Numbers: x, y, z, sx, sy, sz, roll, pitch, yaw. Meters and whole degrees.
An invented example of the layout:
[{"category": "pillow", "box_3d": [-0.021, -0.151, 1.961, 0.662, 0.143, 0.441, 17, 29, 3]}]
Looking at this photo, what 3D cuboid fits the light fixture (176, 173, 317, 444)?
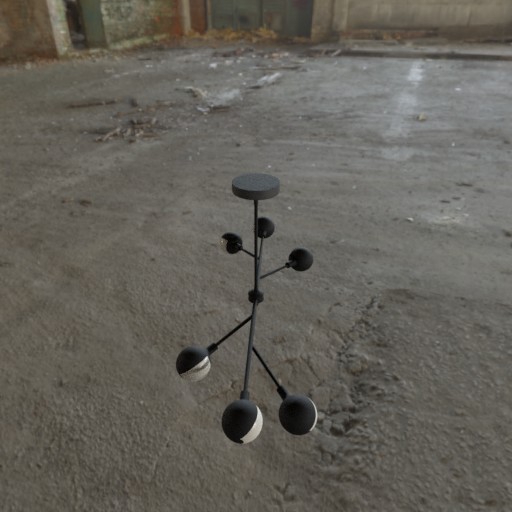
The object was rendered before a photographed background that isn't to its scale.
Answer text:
[{"category": "light fixture", "box_3d": [0.000, 0.000, 1.019, 0.434, 0.362, 0.778, 10, 32, 17]}]
